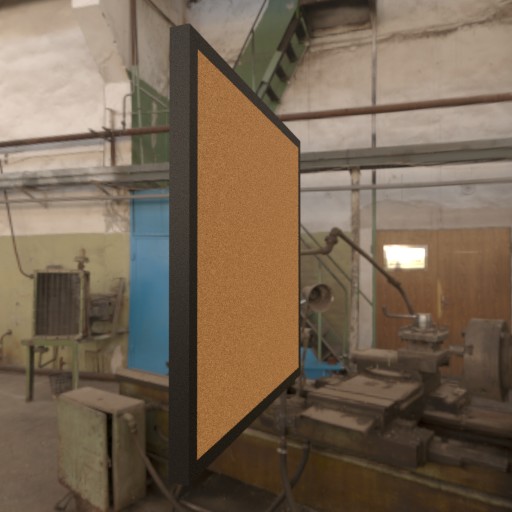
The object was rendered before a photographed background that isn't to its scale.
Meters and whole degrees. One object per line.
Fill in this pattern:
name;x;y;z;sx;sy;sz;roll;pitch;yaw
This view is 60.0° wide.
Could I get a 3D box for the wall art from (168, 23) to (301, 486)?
wall art;0.000;0.000;1.094;0.038;0.762;0.762;0;-1;20
